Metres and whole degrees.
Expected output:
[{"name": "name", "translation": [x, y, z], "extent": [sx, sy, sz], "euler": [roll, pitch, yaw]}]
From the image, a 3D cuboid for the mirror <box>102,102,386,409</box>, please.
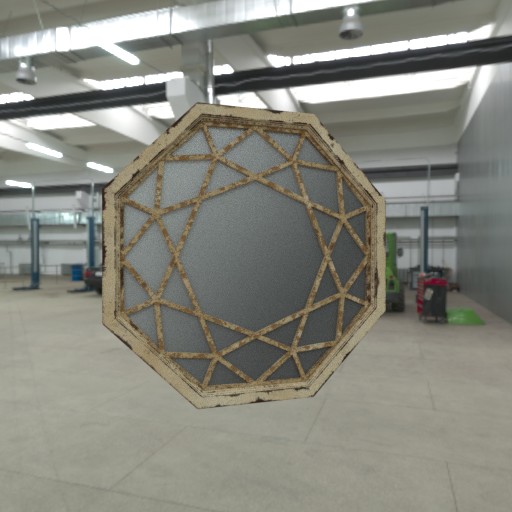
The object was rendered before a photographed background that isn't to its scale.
[{"name": "mirror", "translation": [0.000, 0.000, 0.988], "extent": [0.648, 0.648, 0.031], "euler": [0, 1, -17]}]
